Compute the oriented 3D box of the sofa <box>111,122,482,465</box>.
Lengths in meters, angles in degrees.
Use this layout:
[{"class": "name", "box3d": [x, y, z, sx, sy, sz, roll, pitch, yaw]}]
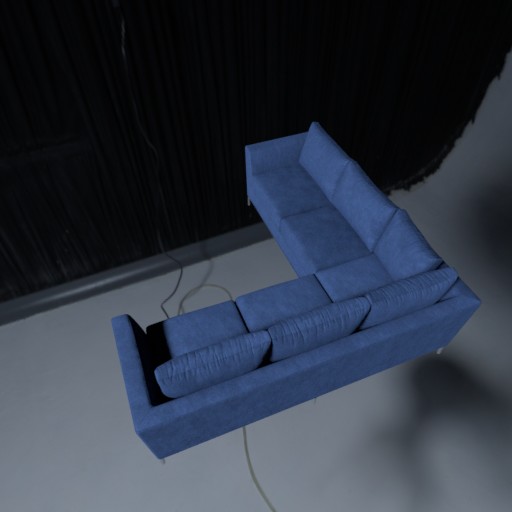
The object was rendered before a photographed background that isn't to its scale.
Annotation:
[{"class": "sofa", "box3d": [0.000, 0.000, 3.774, 2.463, 0.988, 2.472, -16, 49, -15]}]
